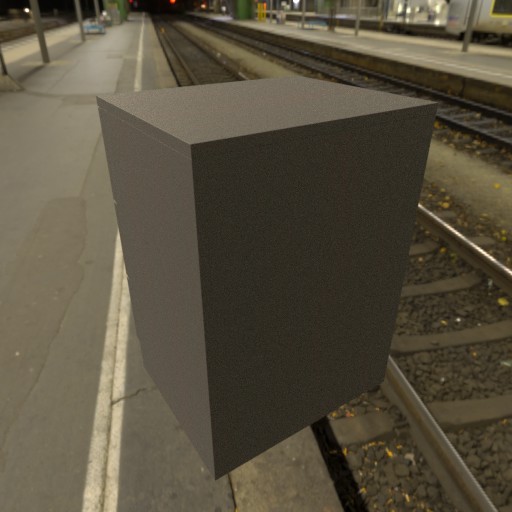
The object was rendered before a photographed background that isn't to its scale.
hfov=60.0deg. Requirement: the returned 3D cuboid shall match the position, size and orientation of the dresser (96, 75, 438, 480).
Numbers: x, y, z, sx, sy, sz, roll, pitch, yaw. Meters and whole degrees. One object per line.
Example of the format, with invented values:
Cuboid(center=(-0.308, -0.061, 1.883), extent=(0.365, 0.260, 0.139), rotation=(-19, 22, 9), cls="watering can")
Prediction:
Cuboid(center=(0.000, 0.000, 0.819), extent=(0.400, 0.560, 0.360), rotation=(-18, 34, -29), cls="dresser")
